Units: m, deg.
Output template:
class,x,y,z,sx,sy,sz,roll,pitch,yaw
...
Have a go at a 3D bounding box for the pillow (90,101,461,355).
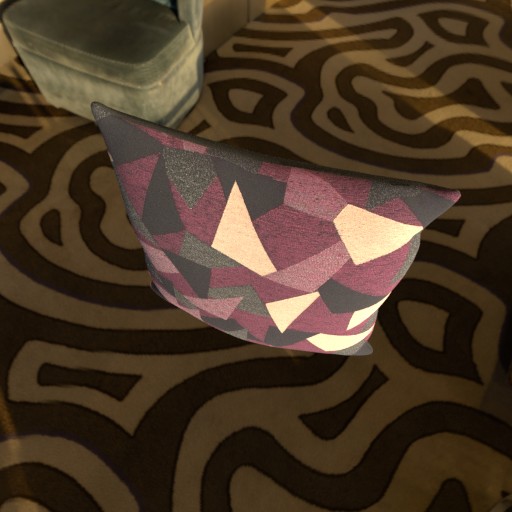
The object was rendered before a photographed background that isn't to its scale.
class,x,y,z,sx,sy,sz,roll,pitch,yaw
pillow,0.000,0.000,0.754,0.503,0.496,0.208,16,58,10
